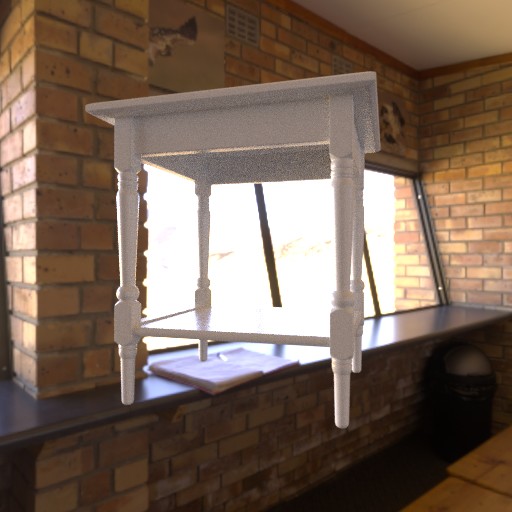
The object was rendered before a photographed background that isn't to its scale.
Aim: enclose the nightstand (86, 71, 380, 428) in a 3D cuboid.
[{"bbox_3d":[0.000,0.000,0.946,0.505,0.555,0.459,0,0,16],"label":"nightstand"}]
